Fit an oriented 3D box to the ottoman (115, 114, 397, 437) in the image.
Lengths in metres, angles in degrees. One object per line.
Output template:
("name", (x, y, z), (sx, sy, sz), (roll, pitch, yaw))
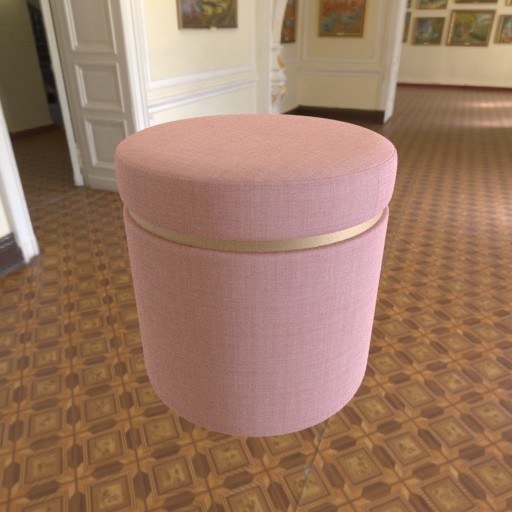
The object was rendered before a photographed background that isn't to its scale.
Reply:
("ottoman", (0.000, 0.000, 0.728), (0.400, 0.406, 0.400), (0, 27, 0))
